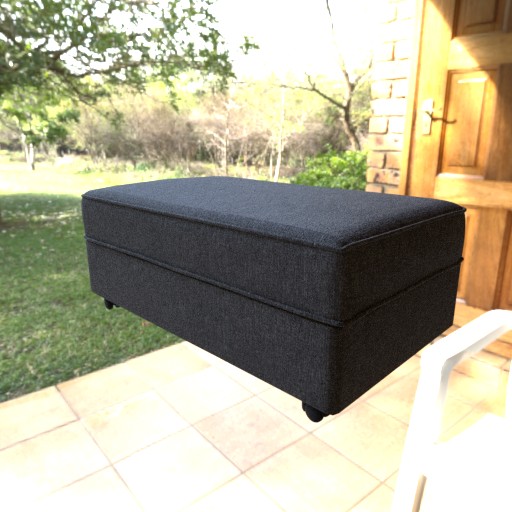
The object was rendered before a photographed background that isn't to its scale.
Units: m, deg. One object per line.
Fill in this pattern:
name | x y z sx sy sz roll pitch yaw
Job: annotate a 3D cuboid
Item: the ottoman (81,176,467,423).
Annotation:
ottoman | 0.000 0.000 1.551 1.184 0.487 0.717 15 22 42
